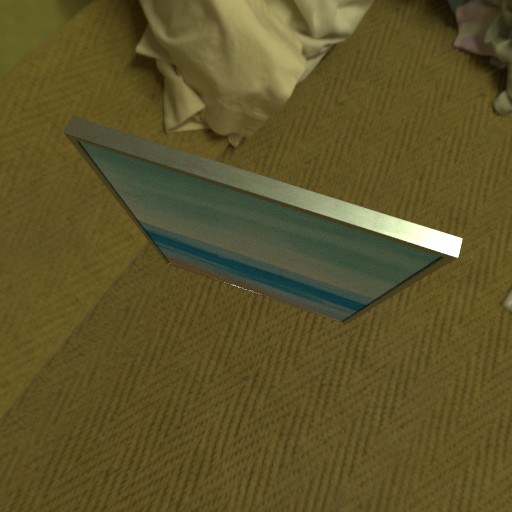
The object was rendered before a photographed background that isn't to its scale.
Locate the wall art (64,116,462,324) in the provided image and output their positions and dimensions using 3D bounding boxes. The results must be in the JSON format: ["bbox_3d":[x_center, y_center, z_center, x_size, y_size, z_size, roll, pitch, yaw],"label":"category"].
[{"bbox_3d":[0.000,0.000,1.371,0.803,1.062,0.041,18,75,5],"label":"wall art"}]
